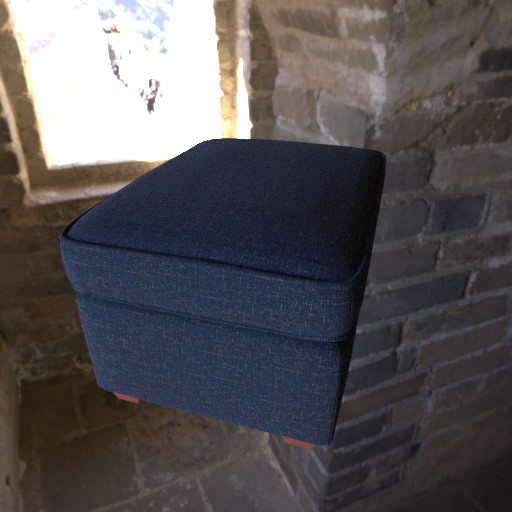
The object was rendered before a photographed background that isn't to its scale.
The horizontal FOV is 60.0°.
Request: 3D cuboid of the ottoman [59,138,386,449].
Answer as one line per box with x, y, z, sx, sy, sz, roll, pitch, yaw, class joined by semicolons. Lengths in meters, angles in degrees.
0.000;0.000;1.091;0.549;0.450;0.749;9;31;15;ottoman
